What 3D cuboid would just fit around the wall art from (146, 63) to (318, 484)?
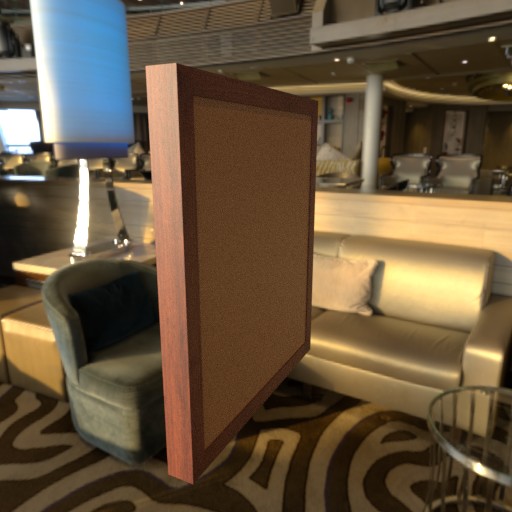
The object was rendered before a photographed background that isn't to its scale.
[{"bbox_3d":[0.000,0.000,0.535,0.030,0.381,0.330,7,16,26],"label":"wall art"}]
